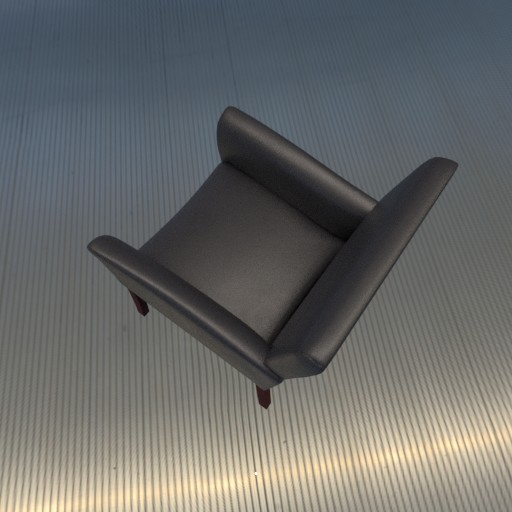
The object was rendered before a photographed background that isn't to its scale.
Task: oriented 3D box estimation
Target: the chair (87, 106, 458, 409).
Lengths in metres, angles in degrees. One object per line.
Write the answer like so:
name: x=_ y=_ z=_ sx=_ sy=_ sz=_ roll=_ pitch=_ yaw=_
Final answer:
chair: x=0.000 y=0.000 z=1.475 sx=0.772 sy=0.951 sz=0.683 roll=33 pitch=68 yaw=15
